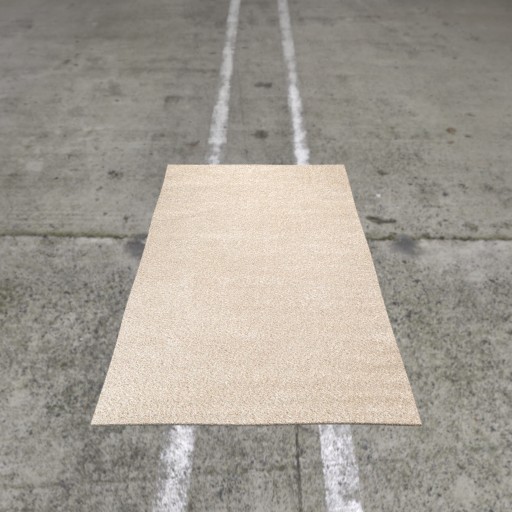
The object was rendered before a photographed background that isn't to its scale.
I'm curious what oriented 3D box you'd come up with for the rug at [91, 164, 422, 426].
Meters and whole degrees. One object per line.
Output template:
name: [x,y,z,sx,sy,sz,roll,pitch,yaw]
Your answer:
rug: [0.000,0.000,2.895,1.500,0.025,2.346,0,41,0]
